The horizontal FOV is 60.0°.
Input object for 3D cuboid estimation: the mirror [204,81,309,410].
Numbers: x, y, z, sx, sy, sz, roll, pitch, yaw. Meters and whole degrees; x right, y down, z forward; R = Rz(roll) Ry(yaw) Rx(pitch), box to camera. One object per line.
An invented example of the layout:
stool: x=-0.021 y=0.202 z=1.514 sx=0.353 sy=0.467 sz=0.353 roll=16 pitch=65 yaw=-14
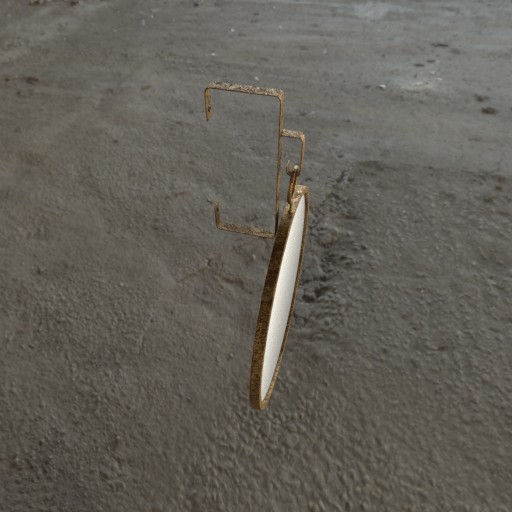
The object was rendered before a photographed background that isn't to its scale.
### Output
mirror: x=0.000 y=0.000 z=0.836 sx=0.144 sy=0.651 sz=0.447 roll=11 pitch=47 yaw=10
